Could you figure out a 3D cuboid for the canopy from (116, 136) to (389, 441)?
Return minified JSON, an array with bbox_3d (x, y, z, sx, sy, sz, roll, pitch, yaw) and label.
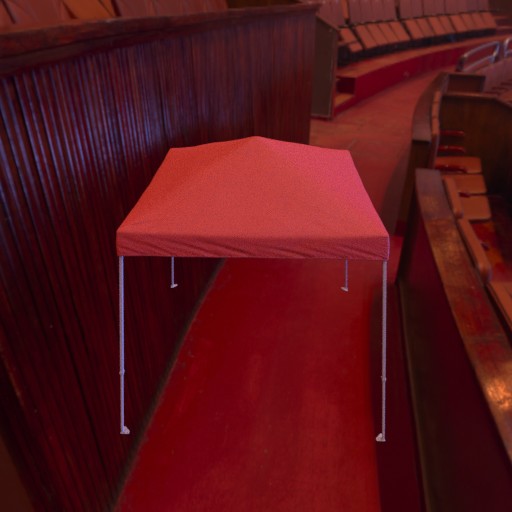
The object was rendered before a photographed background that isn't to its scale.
[{"bbox_3d":[0.000,0.000,6.648,3.600,3.600,3.599,1,31,2],"label":"canopy"}]
